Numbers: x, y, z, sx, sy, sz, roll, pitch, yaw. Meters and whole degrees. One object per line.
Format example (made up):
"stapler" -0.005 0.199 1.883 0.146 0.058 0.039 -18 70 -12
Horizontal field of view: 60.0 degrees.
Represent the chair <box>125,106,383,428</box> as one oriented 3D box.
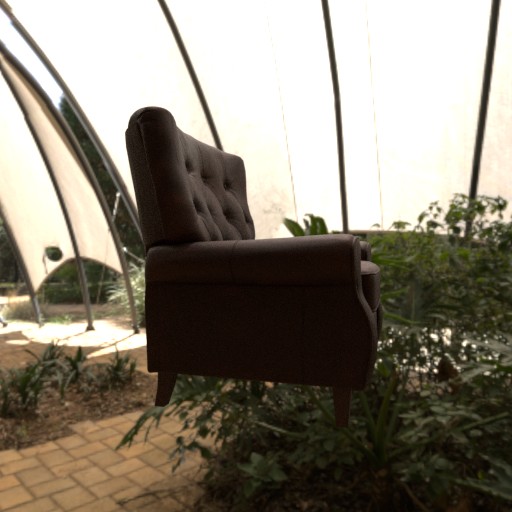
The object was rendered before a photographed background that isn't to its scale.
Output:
"chair" 0.000 0.000 1.950 1.058 1.158 0.948 0 0 17
